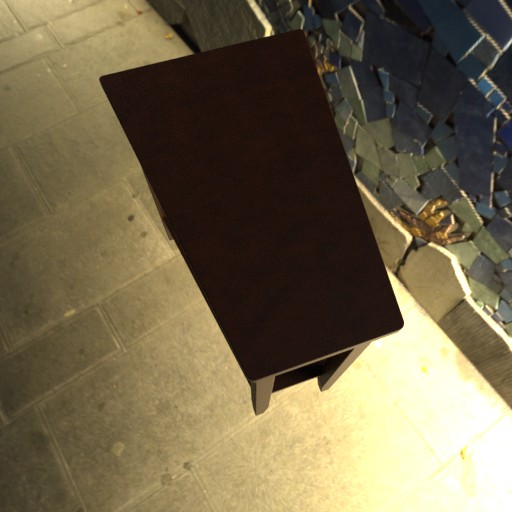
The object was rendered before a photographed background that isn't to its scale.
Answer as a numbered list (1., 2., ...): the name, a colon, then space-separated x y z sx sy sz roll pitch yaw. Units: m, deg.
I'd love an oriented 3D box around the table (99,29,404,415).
1. table: 0.000 0.000 0.976 0.399 0.589 0.605 -17 66 -8
